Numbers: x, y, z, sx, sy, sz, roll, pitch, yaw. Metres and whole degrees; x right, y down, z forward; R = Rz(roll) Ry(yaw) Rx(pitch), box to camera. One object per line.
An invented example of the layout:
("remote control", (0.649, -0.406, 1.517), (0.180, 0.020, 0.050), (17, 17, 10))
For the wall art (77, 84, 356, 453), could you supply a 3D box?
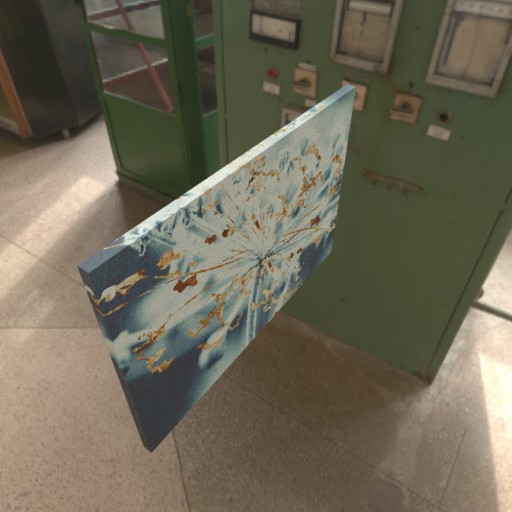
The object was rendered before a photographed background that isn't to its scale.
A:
("wall art", (0.000, 0.000, 1.445), (0.035, 0.759, 1.138), (25, 48, 26))
